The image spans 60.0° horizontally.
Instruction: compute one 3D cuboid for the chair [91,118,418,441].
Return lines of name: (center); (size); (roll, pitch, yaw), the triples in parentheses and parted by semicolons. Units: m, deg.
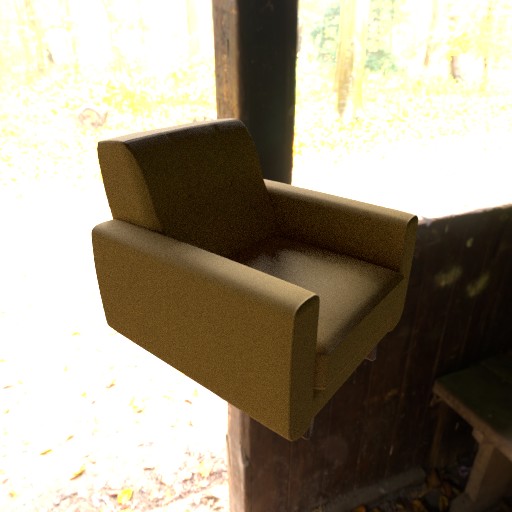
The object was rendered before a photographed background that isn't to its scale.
chair: (0.000, 0.000, 1.594); (0.909, 0.841, 0.831); (19, 32, 33)
